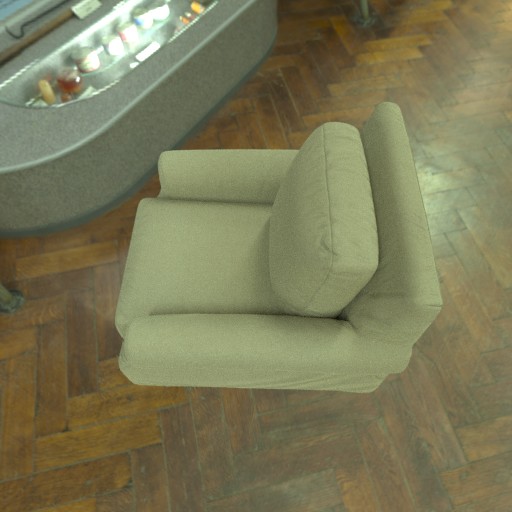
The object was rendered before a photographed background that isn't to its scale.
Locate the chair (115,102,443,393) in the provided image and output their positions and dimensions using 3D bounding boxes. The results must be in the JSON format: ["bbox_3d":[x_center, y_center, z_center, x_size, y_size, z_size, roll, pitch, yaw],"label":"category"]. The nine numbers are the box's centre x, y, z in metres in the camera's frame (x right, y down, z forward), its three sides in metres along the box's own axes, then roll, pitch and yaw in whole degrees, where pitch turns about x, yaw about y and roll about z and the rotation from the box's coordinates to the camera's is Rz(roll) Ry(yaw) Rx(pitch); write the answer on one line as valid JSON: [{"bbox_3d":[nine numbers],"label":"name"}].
[{"bbox_3d":[0.000,0.000,1.724,1.066,0.866,0.940,1,58,1],"label":"chair"}]
